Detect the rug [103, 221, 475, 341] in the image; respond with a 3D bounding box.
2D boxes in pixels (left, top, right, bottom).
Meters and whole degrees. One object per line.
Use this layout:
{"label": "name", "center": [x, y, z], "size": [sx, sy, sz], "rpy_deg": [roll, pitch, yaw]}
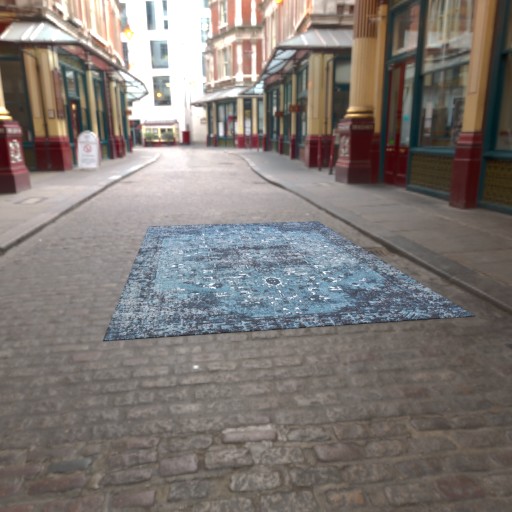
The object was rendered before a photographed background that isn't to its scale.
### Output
{"label": "rug", "center": [0.000, 0.000, 2.286], "size": [1.219, 0.005, 1.828], "rpy_deg": [-2, 15, -9]}
